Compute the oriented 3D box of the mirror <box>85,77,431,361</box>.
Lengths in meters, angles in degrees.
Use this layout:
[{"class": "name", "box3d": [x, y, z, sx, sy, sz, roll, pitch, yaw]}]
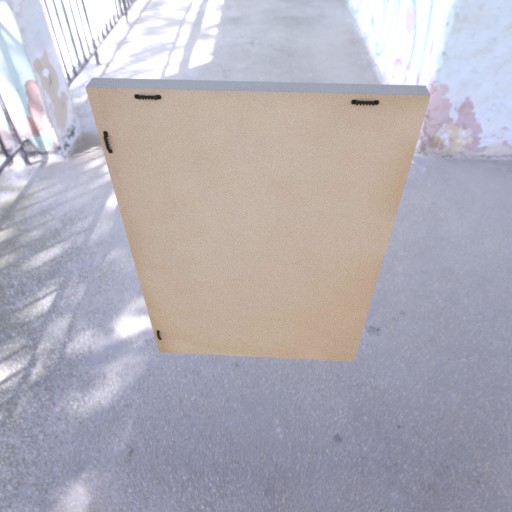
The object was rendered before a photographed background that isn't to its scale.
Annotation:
[{"class": "mirror", "box3d": [0.000, 0.000, 0.910, 0.507, 0.710, 0.039, 2, 45, 2]}]
